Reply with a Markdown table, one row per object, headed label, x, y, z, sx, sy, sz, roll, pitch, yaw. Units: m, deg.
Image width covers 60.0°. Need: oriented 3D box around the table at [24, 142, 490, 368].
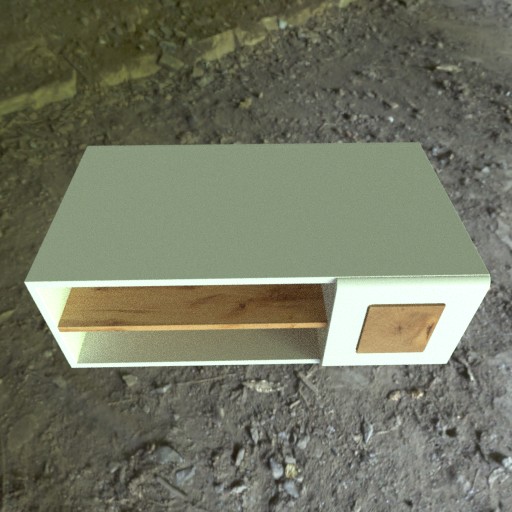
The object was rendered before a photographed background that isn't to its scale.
| label | x | y | z | sx | sy | sz | roll | pitch | yaw |
| --- | --- | --- | --- | --- | --- | --- | --- | --- | --- |
| table | 0.000 | 0.000 | 1.406 | 1.097 | 0.442 | 0.639 | -1 | 45 | -1 |
